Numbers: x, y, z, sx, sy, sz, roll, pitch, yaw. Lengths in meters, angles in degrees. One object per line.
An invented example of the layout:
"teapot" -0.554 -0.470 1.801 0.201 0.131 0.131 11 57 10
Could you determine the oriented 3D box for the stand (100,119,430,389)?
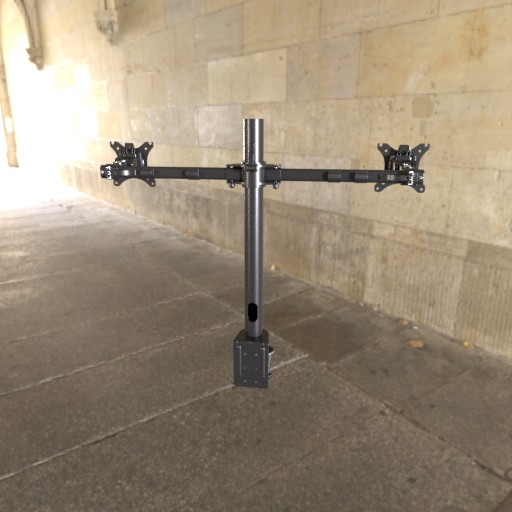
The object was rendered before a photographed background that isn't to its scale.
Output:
"stand" 0.000 0.000 1.021 0.743 0.603 0.150 3 17 9
